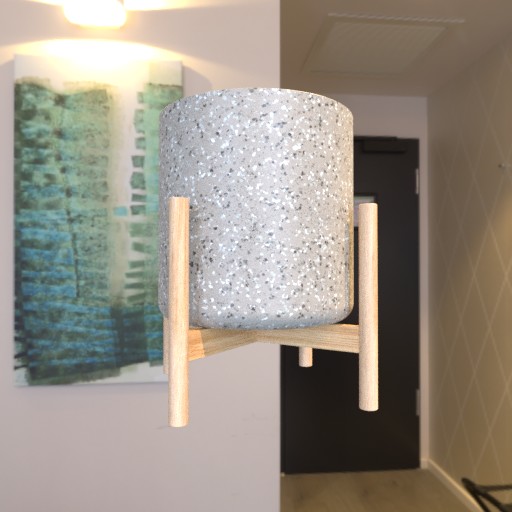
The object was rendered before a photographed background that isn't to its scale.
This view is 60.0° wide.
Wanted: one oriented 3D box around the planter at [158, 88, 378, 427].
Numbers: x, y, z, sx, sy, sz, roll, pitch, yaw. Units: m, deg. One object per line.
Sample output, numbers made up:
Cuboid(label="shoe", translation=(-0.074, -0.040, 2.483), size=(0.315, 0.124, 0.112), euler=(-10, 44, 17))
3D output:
Cuboid(label="planter", translation=(0.000, 0.000, 0.705), size=(0.360, 0.419, 0.360), euler=(1, -1, -36))
